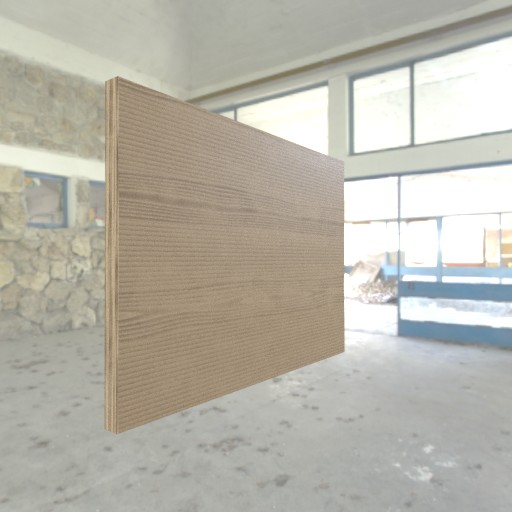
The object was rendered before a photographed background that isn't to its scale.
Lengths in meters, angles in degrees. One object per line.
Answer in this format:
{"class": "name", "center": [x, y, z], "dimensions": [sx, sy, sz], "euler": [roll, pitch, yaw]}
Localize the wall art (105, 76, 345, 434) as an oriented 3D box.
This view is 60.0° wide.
{"class": "wall art", "center": [0.000, 0.000, 1.104], "dimensions": [0.063, 0.609, 0.841], "euler": [0, -1, 38]}
